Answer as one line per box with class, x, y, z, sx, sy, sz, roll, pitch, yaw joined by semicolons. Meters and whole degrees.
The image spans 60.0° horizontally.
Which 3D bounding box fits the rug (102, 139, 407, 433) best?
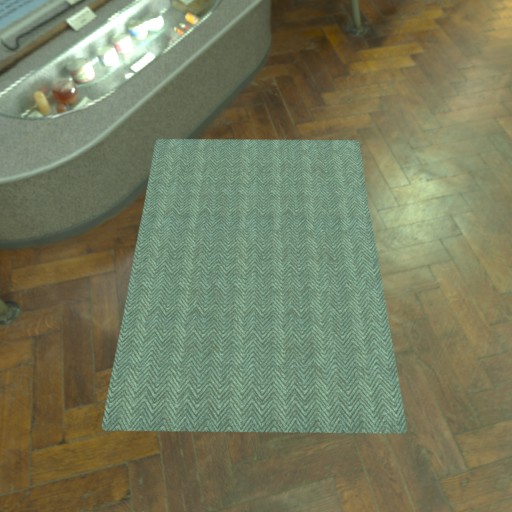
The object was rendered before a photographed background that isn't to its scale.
rug;0.000;0.000;5.257;2.894;0.011;3.957;0;57;0
